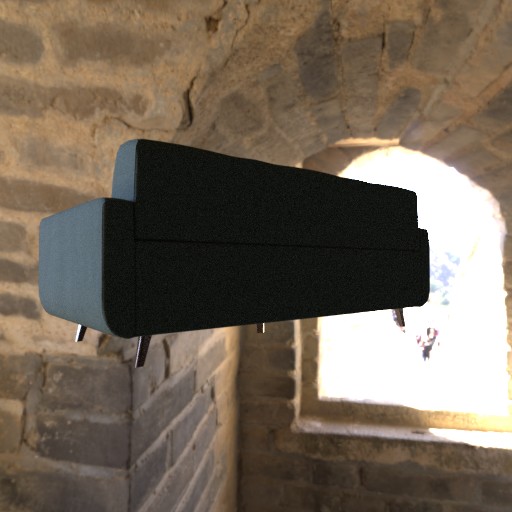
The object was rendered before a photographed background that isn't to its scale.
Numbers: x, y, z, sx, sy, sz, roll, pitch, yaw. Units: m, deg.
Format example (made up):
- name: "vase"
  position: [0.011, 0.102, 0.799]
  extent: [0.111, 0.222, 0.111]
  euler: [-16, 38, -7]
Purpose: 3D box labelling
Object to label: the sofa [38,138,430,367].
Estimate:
- name: "sofa"
  position: [0.000, 0.000, 2.440]
  extent: [2.029, 0.841, 0.909]
  euler: [1, -2, -39]
